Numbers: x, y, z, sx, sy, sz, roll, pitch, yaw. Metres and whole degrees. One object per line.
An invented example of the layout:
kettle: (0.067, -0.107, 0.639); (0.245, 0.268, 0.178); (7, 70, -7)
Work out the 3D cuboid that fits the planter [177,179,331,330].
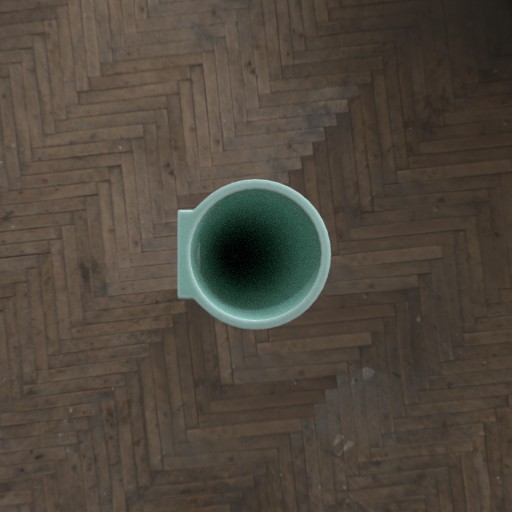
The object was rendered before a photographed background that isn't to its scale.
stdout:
planter: (0.000, 0.000, 0.292); (0.055, 0.268, 0.054); (0, 90, 0)
